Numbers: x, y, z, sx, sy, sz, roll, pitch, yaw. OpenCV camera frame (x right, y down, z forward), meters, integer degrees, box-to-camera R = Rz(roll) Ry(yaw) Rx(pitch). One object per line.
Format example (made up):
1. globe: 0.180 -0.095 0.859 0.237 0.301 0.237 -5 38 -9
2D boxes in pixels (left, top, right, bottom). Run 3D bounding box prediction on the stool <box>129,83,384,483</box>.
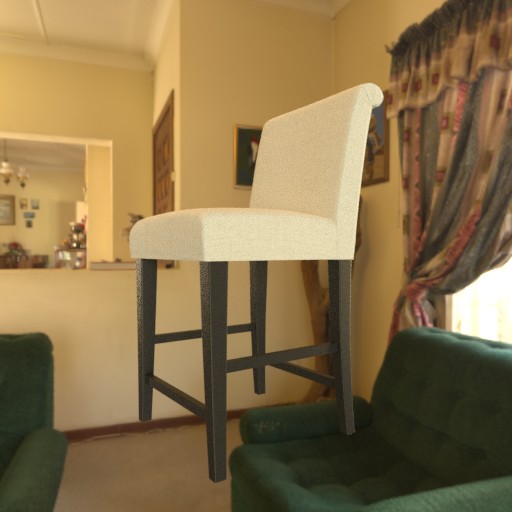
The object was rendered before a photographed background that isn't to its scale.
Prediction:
1. stool: 0.000 0.000 1.290 0.597 0.976 0.452 -1 1 -36
